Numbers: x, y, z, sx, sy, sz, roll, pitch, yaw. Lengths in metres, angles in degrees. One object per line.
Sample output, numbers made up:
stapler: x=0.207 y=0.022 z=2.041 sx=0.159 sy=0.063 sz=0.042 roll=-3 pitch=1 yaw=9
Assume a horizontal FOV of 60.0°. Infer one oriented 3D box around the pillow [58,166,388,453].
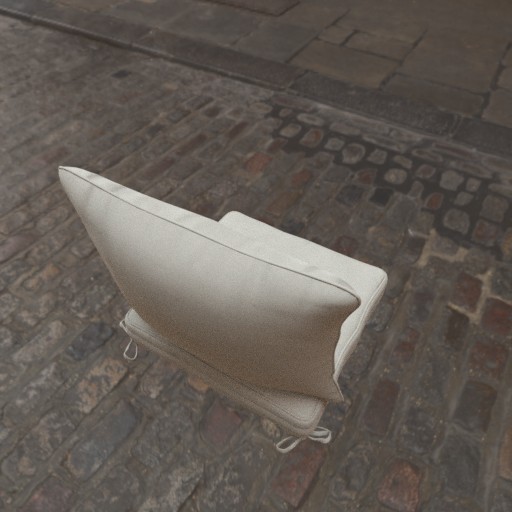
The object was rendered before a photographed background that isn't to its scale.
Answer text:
pillow: x=0.000 y=0.000 z=1.330 sx=0.798 sy=0.716 sz=0.733 roll=23 pitch=50 yaw=21
